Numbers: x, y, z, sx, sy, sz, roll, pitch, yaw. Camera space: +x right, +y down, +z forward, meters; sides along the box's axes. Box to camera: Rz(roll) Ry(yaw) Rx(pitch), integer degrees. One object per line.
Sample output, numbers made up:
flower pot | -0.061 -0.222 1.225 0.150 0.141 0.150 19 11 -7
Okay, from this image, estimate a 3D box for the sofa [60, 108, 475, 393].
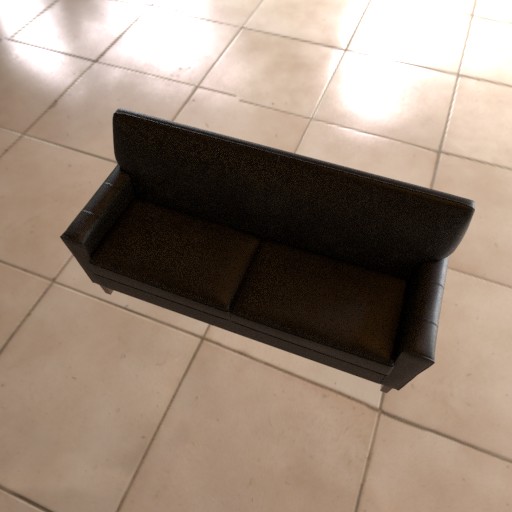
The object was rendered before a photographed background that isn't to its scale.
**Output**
sofa | 0.000 0.000 2.568 2.053 0.947 0.805 17 58 11
